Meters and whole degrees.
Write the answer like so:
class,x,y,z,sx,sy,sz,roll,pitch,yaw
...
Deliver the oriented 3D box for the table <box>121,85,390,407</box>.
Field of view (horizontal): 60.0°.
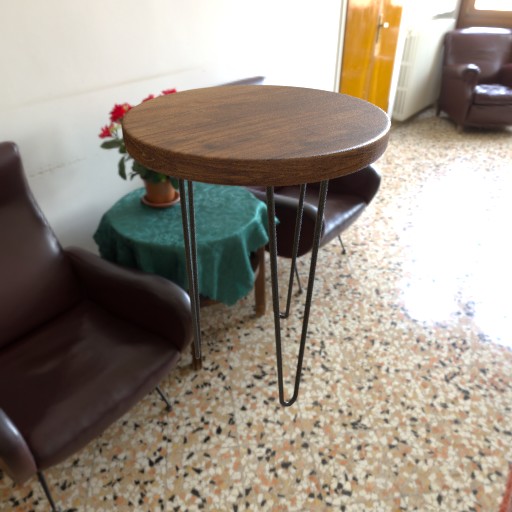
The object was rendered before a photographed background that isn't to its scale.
class,x,y,z,sx,sy,sz,roll,pitch,yaw
table,0.000,0.000,0.817,0.400,0.520,0.400,0,33,0
